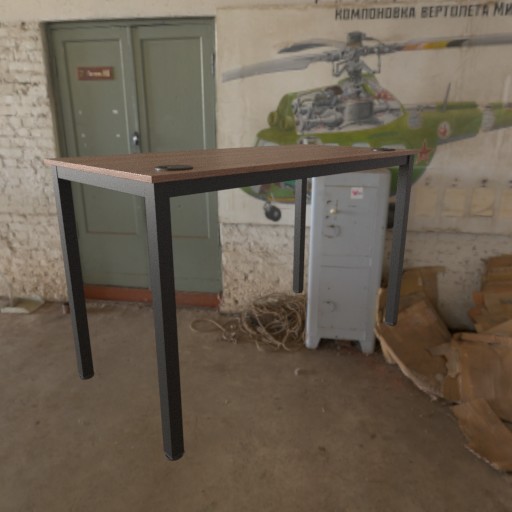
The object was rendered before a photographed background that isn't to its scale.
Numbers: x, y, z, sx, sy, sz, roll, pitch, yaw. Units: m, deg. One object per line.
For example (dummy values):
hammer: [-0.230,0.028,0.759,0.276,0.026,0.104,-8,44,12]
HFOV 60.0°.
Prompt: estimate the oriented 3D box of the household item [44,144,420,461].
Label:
household item: [0.000,0.000,1.639,1.200,0.750,0.600,-16,23,-42]
